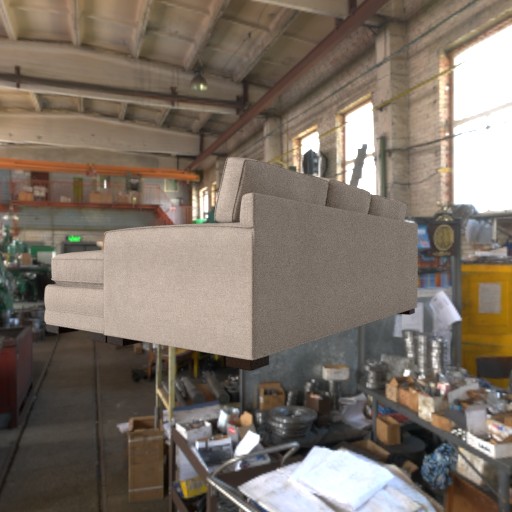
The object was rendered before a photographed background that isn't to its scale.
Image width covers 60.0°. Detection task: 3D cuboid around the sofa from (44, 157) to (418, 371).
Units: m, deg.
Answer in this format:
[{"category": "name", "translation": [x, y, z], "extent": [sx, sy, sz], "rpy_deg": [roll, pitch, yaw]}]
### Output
[{"category": "sofa", "translation": [0.000, 0.000, 2.926], "extent": [1.496, 0.861, 2.087], "rpy_deg": [0, 0, 36]}]
